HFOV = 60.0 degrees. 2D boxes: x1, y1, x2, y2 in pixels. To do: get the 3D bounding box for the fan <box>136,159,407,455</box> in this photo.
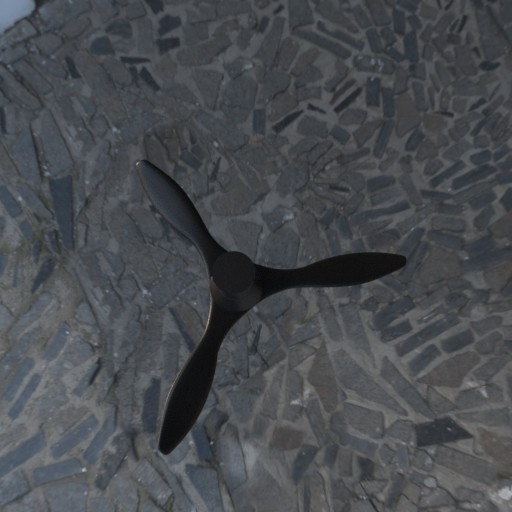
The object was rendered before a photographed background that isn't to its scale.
[{"bbox_3d":[0.000,0.000,1.579,1.067,0.305,1.067,-19,78,-4],"label":"fan"}]
